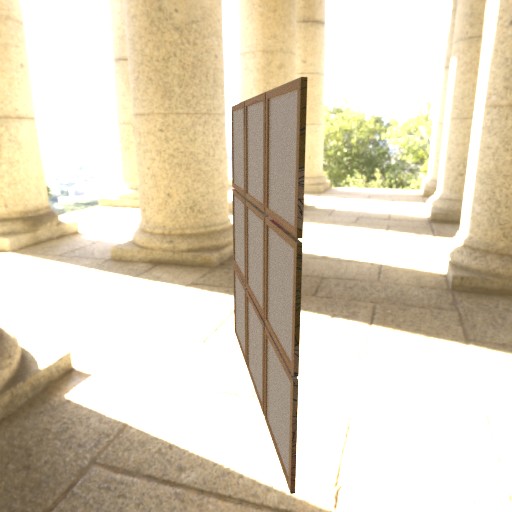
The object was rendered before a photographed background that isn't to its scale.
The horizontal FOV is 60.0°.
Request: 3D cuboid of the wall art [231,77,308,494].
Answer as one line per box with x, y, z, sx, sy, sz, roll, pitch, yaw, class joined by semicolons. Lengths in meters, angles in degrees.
0.000;0.000;1.347;0.013;0.913;0.904;-3;16;-11;wall art
